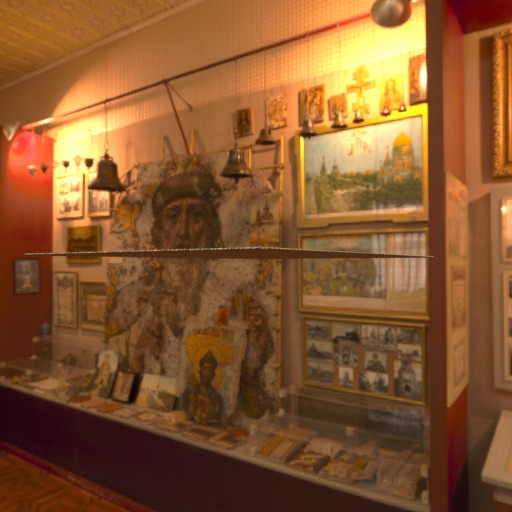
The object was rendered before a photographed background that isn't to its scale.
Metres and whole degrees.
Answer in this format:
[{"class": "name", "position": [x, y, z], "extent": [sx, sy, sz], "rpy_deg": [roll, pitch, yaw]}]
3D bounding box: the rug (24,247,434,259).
[{"class": "rug", "position": [0.000, 0.000, 4.206], "extent": [2.439, 0.014, 3.207], "rpy_deg": [-1, -1, 36]}]
